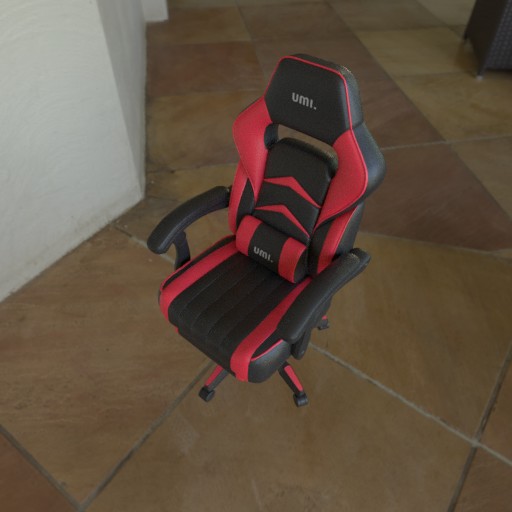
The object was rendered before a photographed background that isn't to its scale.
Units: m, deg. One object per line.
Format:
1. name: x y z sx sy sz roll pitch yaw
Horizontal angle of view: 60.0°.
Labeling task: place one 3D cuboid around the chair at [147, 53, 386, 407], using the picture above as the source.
1. chair: 0.000 0.000 1.614 0.700 1.220 0.700 31 54 26
